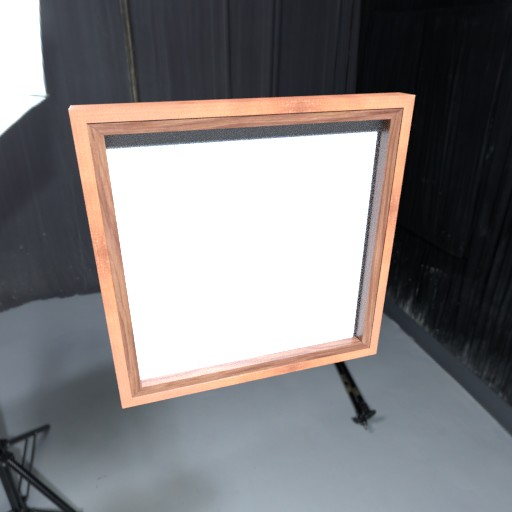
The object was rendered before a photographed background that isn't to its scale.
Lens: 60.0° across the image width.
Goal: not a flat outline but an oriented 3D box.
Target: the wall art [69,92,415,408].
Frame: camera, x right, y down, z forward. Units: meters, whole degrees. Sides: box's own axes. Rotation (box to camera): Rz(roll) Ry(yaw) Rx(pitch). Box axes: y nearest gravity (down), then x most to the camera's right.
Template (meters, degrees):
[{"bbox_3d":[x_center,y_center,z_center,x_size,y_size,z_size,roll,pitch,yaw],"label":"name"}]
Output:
[{"bbox_3d":[0.000,0.000,0.601,0.403,0.403,0.035,-8,27,-15],"label":"wall art"}]
